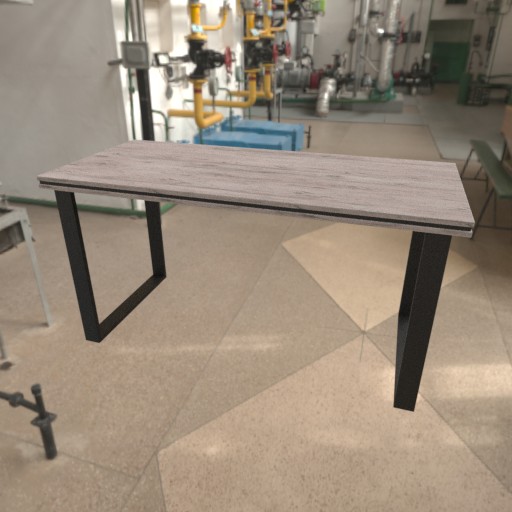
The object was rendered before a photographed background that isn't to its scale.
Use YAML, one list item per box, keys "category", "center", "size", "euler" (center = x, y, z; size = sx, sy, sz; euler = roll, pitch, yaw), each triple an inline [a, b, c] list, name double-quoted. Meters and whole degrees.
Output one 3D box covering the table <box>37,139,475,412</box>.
- category: "table"
  center: [0.000, 0.000, 2.253]
  size: [1.778, 0.899, 0.795]
  euler: [8, 28, 16]
